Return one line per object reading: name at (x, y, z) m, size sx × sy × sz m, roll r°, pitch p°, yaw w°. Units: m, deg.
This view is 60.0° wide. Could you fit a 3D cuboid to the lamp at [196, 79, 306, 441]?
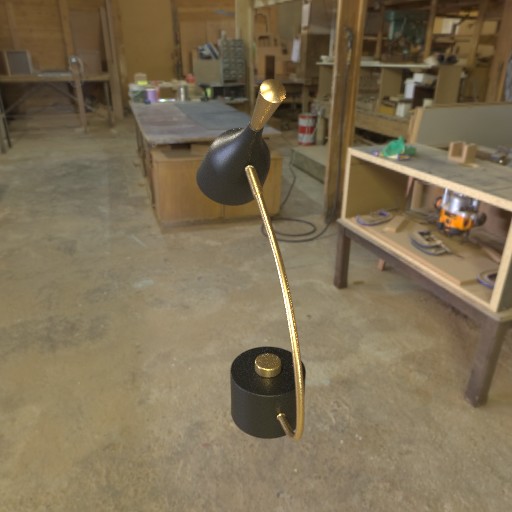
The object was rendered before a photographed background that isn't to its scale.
lamp at (0.000, 0.000, 0.617) m, size 0.110 × 0.464 × 0.352 m, roll -8°, pitch 26°, yaw -16°
